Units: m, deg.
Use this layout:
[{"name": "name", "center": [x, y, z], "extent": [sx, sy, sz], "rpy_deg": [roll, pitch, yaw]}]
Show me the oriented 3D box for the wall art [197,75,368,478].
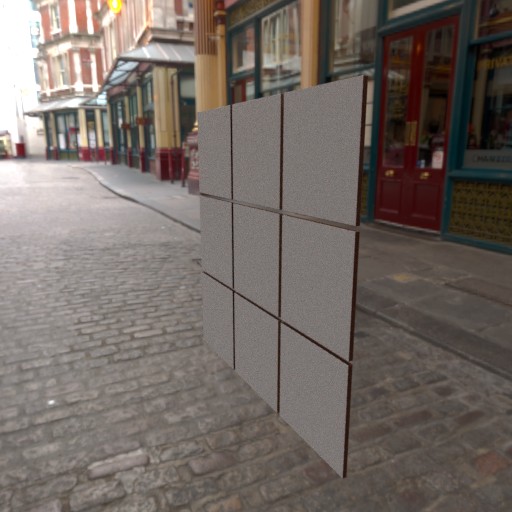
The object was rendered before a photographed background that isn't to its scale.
[{"name": "wall art", "center": [0.000, 0.000, 1.862], "extent": [0.017, 1.246, 1.256], "rpy_deg": [-7, 15, -27]}]
